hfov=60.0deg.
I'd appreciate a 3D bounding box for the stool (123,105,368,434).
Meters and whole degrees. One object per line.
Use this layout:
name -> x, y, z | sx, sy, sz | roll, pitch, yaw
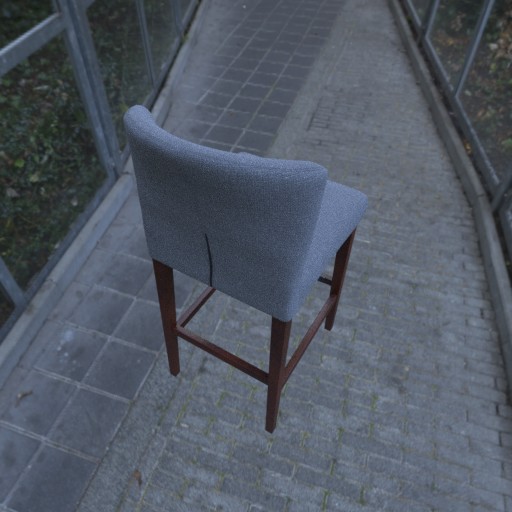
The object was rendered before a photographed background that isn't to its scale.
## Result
stool -> 0.000, 0.000, 1.359 | 0.486, 1.069, 0.568 | 23, 51, 21
